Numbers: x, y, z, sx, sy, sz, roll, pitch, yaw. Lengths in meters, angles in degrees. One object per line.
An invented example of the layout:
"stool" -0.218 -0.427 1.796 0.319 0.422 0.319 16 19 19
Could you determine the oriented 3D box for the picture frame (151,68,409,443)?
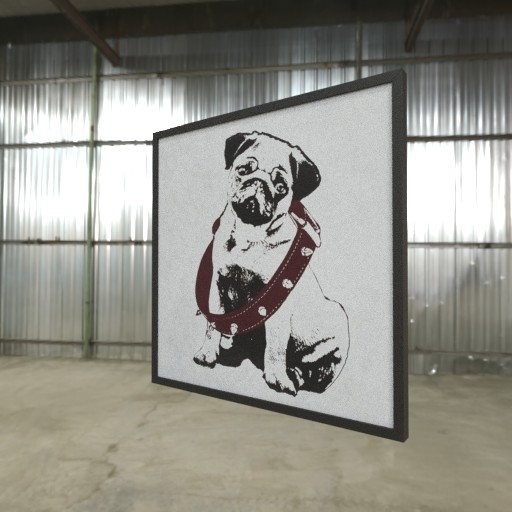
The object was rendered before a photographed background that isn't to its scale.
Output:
"picture frame" 0.000 0.000 1.157 0.775 0.775 0.032 -1 -1 36
